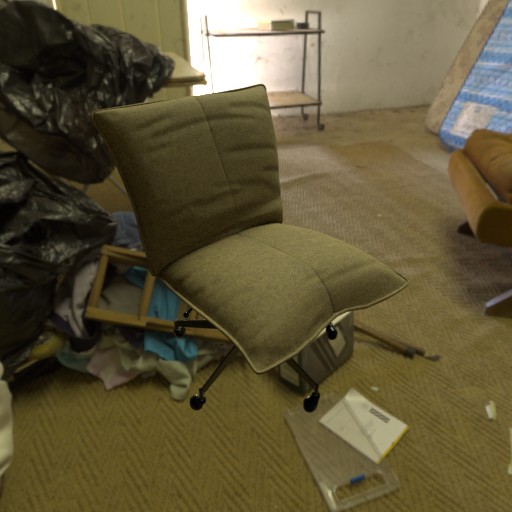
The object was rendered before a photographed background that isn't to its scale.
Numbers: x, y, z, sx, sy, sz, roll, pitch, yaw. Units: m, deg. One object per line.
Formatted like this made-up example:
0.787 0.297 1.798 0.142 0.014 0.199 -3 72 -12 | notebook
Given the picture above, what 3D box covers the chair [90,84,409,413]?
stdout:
0.000 0.000 1.302 0.597 0.811 0.696 -22 37 -32 | chair
